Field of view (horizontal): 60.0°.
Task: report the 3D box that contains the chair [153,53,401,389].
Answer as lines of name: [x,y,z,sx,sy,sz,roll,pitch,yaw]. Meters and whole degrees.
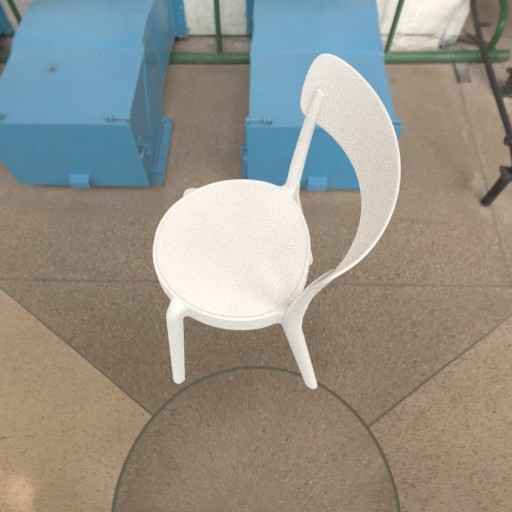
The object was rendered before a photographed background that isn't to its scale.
chair: [0.000,0.000,1.103,0.491,0.790,0.506,2,60,1]
